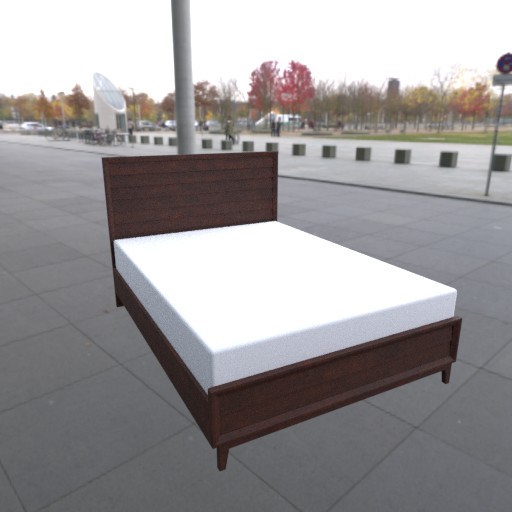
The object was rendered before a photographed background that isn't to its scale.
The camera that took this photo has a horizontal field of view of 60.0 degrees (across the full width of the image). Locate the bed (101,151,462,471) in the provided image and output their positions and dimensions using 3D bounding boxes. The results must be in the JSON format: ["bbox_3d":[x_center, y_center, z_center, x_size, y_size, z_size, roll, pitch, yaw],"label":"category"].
[{"bbox_3d":[0.000,0.000,3.120,1.600,1.270,2.184,-9,19,-27],"label":"bed"}]
